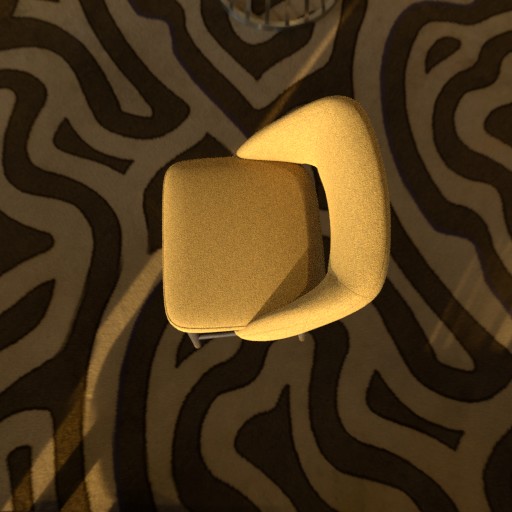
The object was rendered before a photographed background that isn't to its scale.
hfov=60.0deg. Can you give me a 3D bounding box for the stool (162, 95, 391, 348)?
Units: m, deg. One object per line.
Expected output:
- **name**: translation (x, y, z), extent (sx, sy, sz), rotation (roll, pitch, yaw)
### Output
- **stool**: translation (0.000, 0.000, 1.345), extent (0.522, 1.032, 0.536), rotation (-3, 75, -1)
